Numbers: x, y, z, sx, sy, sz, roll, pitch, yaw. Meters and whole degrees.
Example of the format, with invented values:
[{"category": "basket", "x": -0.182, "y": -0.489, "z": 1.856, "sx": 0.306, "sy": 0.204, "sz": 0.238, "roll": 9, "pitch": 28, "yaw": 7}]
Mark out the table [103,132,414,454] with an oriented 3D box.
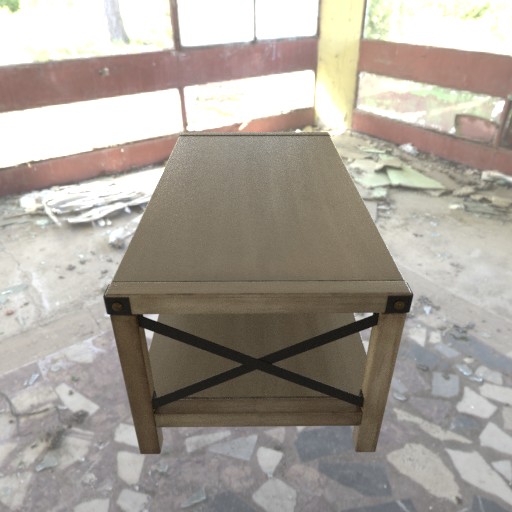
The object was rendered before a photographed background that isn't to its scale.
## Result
[{"category": "table", "x": 0.000, "y": 0.000, "z": 1.320, "sx": 0.559, "sy": 0.456, "sz": 1.016, "roll": 0, "pitch": 32, "yaw": 0}]
